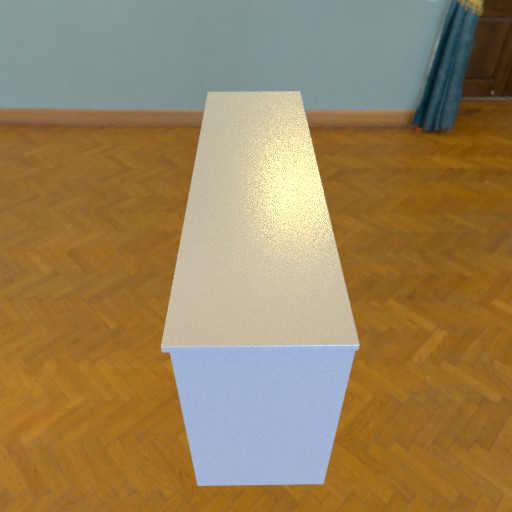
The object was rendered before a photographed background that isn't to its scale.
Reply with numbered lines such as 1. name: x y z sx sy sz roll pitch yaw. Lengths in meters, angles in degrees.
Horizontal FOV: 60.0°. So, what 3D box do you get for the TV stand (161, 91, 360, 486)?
1. TV stand: 0.000 0.000 1.401 0.344 0.603 1.167 0 41 -1
